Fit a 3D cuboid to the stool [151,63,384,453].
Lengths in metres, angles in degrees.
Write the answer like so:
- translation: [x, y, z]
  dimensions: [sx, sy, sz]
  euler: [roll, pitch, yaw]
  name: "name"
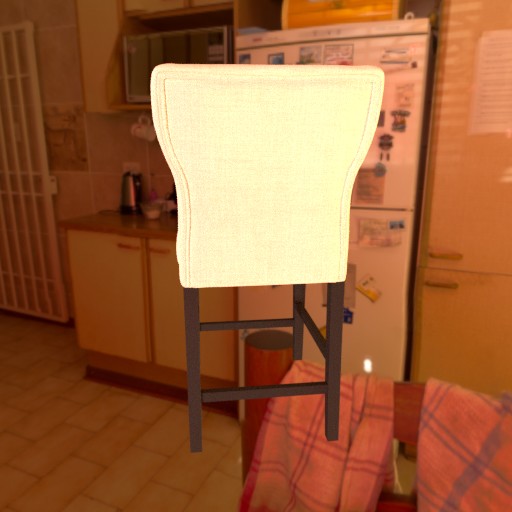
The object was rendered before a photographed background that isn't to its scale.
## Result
- translation: [0.000, 0.000, 1.308]
  dimensions: [0.514, 0.972, 0.603]
  euler: [-2, 15, -7]
  name: "stool"
